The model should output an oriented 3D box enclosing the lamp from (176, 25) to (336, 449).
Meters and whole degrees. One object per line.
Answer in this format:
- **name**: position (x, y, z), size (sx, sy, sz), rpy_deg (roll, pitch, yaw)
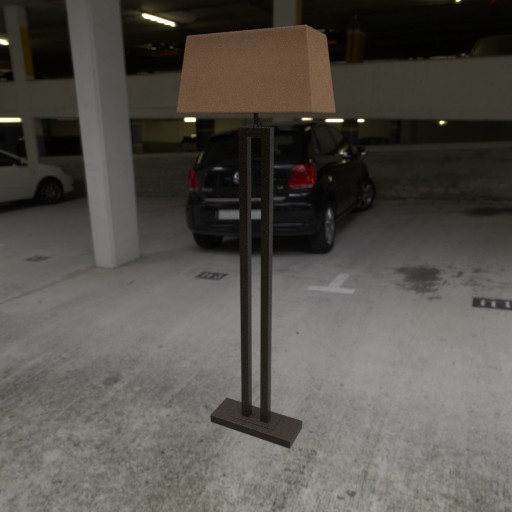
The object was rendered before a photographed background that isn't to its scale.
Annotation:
- **lamp**: position (0.000, 0.000, 1.619), size (0.475, 1.469, 0.233), rpy_deg (8, 19, 25)
